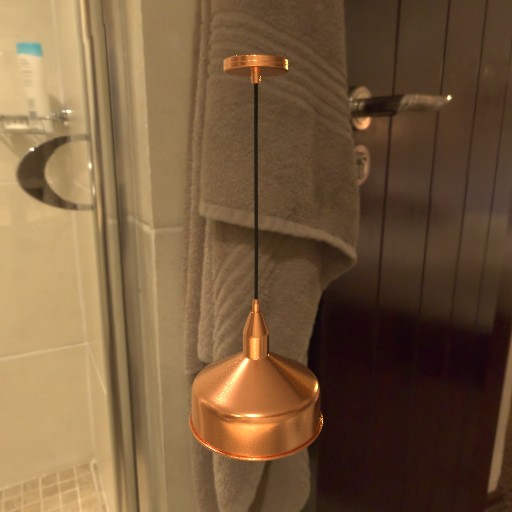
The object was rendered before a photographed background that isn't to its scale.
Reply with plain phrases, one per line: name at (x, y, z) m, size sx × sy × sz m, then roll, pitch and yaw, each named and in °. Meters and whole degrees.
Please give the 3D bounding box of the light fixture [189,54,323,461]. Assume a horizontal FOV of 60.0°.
light fixture at (0.000, 0.000, 0.922) m, size 0.301 × 0.754 × 0.301 m, roll 6°, pitch 15°, yaw 25°
